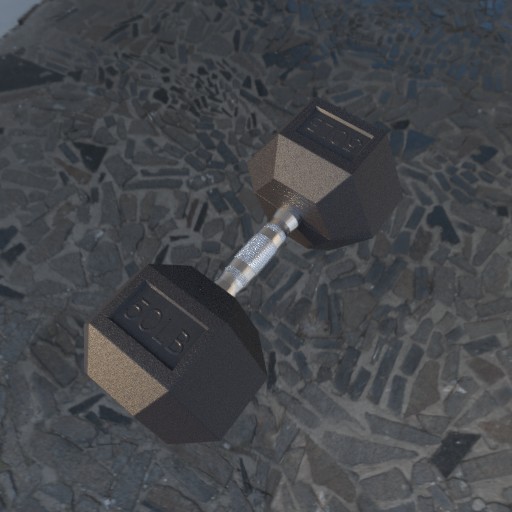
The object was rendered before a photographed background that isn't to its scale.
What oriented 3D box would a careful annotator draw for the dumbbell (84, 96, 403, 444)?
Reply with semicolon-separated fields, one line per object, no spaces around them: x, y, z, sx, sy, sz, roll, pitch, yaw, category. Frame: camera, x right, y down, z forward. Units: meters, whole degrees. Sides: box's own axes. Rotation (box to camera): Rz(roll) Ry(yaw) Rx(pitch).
0.000;0.000;0.467;0.173;0.150;0.384;34;67;17;dumbbell
